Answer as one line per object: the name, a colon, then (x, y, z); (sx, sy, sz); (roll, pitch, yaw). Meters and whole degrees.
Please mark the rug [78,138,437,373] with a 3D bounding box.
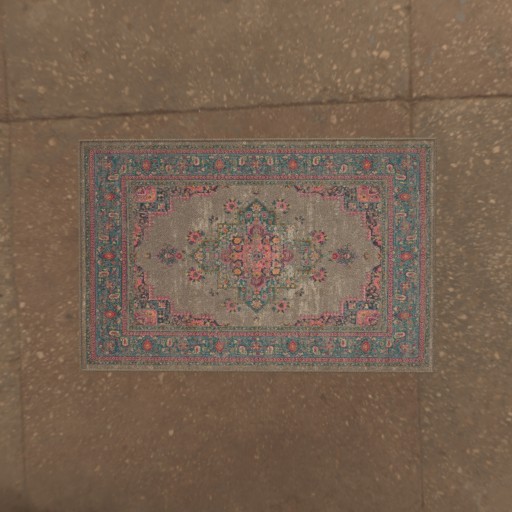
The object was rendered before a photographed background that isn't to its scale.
rug: (0.000, 0.000, 2.169); (1.748, 0.014, 1.144); (0, 91, 1)
